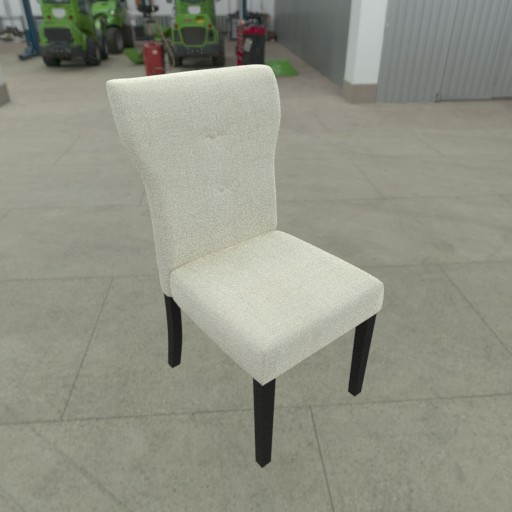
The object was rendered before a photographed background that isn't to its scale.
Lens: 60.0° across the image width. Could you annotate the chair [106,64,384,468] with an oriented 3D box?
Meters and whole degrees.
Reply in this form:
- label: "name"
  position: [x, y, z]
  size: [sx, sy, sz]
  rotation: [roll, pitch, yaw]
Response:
- label: "chair"
  position: [0.000, 0.000, 1.252]
  size: [0.509, 0.921, 0.597]
  rotation: [-23, 38, -33]
